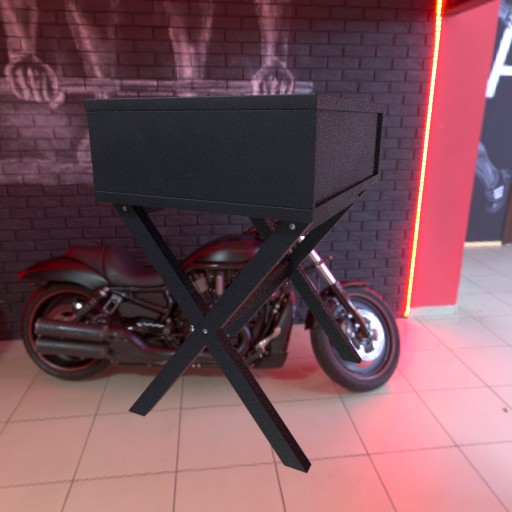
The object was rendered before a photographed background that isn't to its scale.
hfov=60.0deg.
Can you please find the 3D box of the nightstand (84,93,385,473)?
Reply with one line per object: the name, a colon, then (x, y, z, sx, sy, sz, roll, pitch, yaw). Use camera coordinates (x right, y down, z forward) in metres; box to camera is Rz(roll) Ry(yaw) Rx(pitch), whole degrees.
nightstand: (0.000, 0.000, 0.948, 0.402, 0.623, 0.479, 8, 19, 24)
